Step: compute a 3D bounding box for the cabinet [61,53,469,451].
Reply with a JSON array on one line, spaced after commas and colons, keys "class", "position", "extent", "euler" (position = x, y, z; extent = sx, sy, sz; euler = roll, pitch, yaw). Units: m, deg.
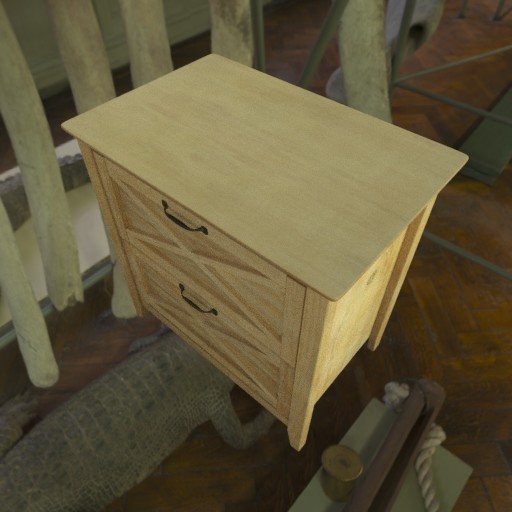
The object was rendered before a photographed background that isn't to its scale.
[{"class": "cabinet", "position": [0.000, 0.000, 1.254], "extent": [0.763, 0.762, 0.503], "euler": [33, 56, 26]}]
